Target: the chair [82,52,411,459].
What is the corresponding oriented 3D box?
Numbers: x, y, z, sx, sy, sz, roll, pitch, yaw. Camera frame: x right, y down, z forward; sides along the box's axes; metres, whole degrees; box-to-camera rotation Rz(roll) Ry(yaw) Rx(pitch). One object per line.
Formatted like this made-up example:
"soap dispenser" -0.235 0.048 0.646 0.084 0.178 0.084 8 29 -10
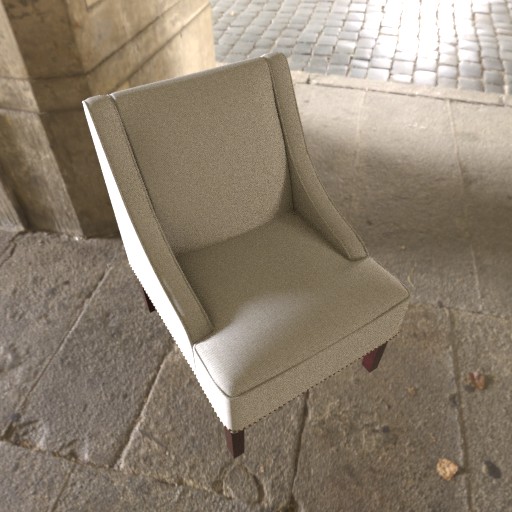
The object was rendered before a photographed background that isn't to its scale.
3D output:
"chair" 0.000 0.000 1.353 0.628 0.872 0.748 -24 50 -22
